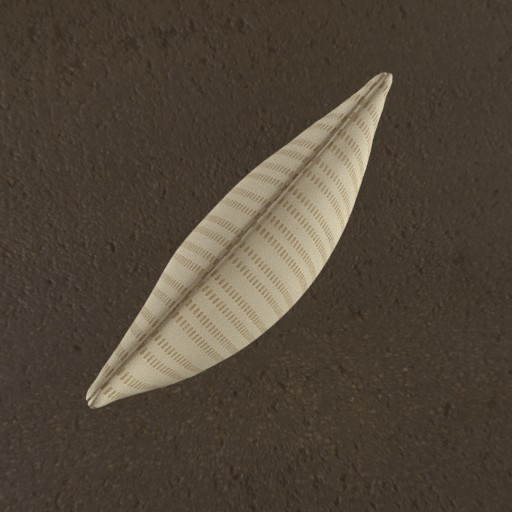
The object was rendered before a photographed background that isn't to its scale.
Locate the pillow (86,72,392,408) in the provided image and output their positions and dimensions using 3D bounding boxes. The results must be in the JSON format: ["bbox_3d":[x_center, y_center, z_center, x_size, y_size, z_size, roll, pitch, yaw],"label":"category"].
[{"bbox_3d":[0.000,0.000,0.776,0.210,0.353,0.640,40,80,8],"label":"pillow"}]
